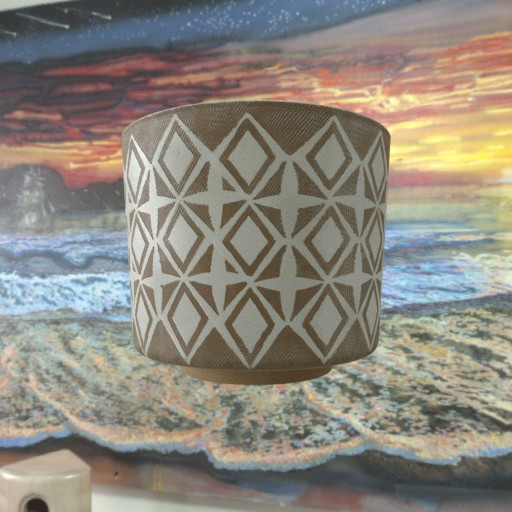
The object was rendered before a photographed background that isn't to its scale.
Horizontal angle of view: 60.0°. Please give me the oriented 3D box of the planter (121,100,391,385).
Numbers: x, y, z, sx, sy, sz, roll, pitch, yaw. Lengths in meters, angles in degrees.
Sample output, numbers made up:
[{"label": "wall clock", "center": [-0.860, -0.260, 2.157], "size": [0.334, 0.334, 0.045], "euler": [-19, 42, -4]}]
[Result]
[{"label": "planter", "center": [0.000, 0.000, 0.445], "size": [0.260, 0.220, 0.260], "euler": [0, -1, 0]}]
